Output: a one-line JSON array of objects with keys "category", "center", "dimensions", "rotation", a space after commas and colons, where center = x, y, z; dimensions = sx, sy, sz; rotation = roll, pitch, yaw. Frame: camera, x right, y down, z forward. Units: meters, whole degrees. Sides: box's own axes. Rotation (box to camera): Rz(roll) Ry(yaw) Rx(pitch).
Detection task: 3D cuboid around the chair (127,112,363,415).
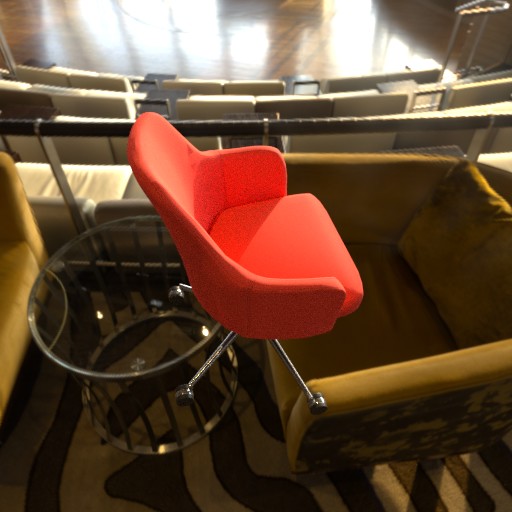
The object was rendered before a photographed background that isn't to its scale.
[{"category": "chair", "center": [0.000, 0.000, 1.278], "dimensions": [0.600, 0.820, 0.655], "rotation": [-9, 47, -9]}]
